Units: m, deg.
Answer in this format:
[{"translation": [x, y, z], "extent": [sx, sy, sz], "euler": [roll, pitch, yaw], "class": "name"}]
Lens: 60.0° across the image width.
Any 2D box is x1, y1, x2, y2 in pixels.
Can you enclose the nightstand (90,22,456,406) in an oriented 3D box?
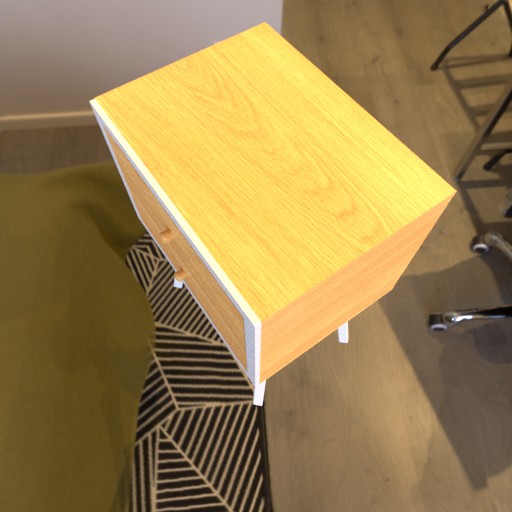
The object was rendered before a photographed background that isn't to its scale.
[{"translation": [0.000, 0.000, 0.838], "extent": [0.316, 0.601, 0.400], "euler": [-32, 66, -16], "class": "nightstand"}]
